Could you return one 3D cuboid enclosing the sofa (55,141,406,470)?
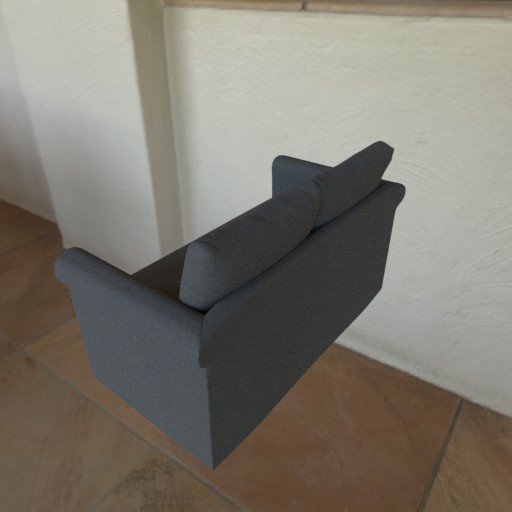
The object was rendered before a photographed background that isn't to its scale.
[{"bbox_3d":[0.000,0.000,1.987,0.741,0.872,1.460,22,38,32],"label":"sofa"}]
